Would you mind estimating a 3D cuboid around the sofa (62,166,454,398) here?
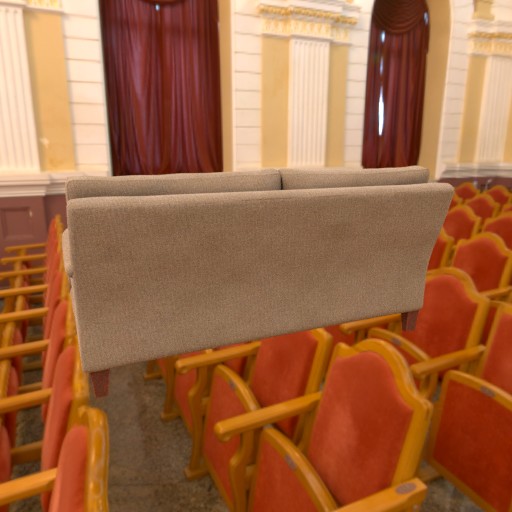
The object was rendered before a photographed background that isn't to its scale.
[{"bbox_3d":[0.000,0.000,2.760,2.193,1.096,1.069,-6,15,-24],"label":"sofa"}]
